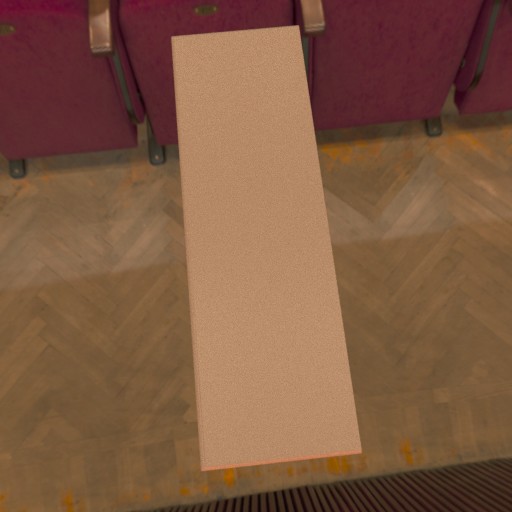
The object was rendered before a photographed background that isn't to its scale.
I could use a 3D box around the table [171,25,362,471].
[{"bbox_3d":[0.000,0.000,1.570,0.384,0.808,1.197,-6,77,-1],"label":"table"}]
